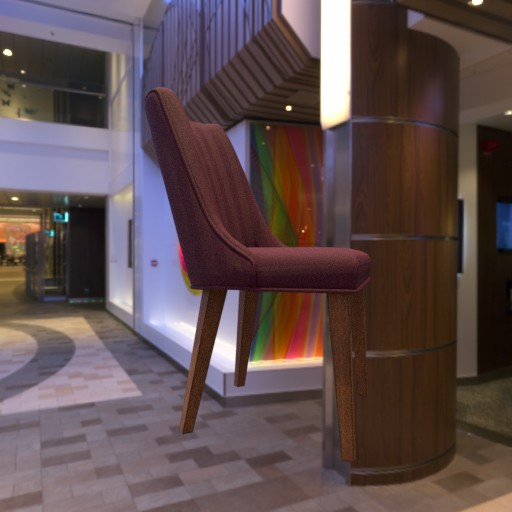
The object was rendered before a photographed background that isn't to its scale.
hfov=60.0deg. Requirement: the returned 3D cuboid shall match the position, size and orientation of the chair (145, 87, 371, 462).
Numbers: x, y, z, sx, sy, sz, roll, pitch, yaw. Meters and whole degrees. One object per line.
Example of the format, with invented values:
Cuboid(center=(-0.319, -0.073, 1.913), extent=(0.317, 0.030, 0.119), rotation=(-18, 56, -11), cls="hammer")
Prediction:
Cuboid(center=(0.000, 0.000, 1.318), extent=(0.638, 0.916, 0.548), rotation=(0, 0, 17), cls="chair")
